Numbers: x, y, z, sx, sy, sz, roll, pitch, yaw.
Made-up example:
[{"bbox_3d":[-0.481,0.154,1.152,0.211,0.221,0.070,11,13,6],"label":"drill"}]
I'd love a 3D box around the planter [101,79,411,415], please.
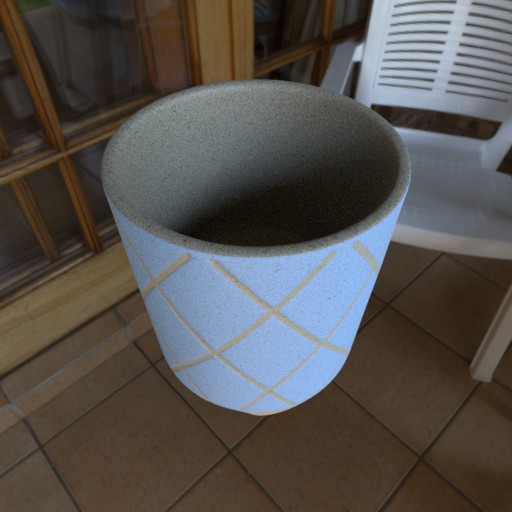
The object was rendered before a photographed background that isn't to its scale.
[{"bbox_3d":[0.000,0.000,0.351,0.191,0.200,0.191,0,47,0],"label":"planter"}]
